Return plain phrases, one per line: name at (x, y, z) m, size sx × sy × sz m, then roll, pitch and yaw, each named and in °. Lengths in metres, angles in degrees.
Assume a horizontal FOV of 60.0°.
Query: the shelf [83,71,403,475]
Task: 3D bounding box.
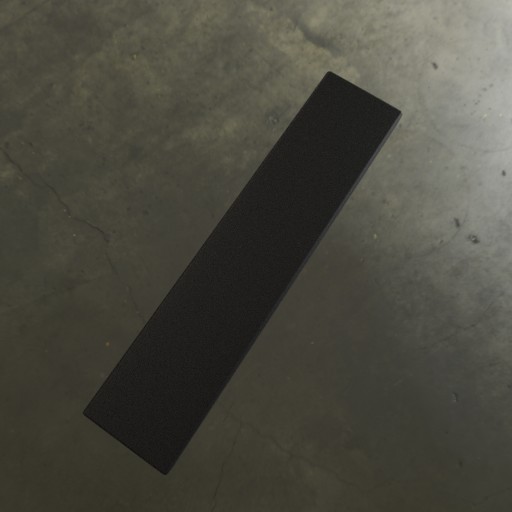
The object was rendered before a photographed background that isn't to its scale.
shelf at (0.000, 0.000, 0.489) m, size 0.102 × 0.053 × 0.456 m, roll 33°, pitch 78°, yaw 8°
